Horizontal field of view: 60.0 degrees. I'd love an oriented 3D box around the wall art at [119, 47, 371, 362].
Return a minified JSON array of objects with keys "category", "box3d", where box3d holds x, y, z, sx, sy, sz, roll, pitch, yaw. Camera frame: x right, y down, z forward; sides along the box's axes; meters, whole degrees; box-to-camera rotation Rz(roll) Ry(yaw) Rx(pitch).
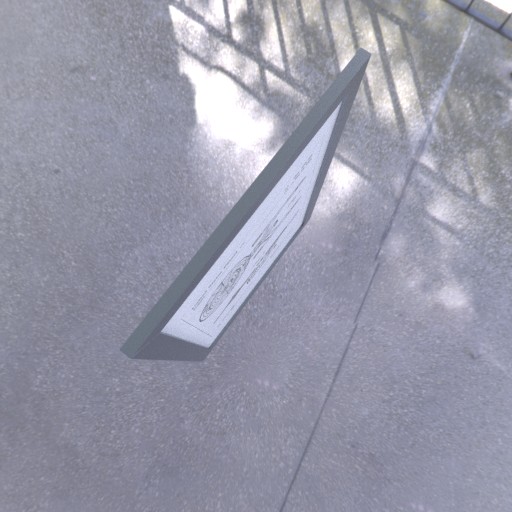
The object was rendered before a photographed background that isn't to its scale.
[{"category":"wall art","box3d":[0.000,0.000,0.672,0.013,0.529,0.376,36,79,8]}]
